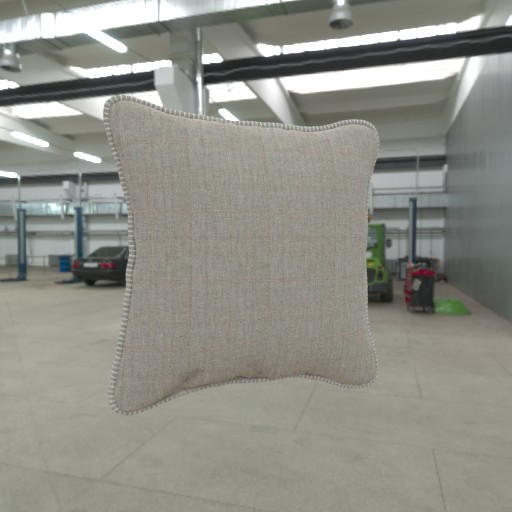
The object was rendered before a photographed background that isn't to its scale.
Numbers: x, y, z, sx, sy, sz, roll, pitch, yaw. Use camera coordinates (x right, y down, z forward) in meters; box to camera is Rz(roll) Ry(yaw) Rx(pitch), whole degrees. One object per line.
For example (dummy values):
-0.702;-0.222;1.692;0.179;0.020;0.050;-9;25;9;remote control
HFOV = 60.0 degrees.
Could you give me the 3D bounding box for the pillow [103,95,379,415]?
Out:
0.000;0.000;0.750;0.485;0.494;0.124;-1;2;-19;pillow
